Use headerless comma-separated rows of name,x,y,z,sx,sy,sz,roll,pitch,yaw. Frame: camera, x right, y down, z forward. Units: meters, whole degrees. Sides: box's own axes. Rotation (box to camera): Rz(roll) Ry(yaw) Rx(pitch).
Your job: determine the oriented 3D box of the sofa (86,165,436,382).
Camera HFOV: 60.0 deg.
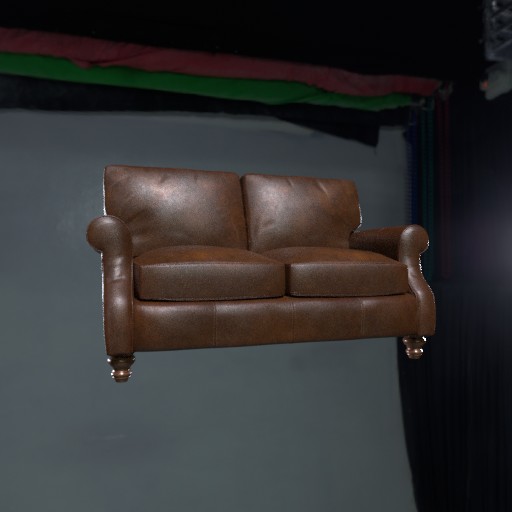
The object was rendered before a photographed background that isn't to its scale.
sofa,0.000,0.000,2.276,1.616,0.976,0.990,0,-1,-18
